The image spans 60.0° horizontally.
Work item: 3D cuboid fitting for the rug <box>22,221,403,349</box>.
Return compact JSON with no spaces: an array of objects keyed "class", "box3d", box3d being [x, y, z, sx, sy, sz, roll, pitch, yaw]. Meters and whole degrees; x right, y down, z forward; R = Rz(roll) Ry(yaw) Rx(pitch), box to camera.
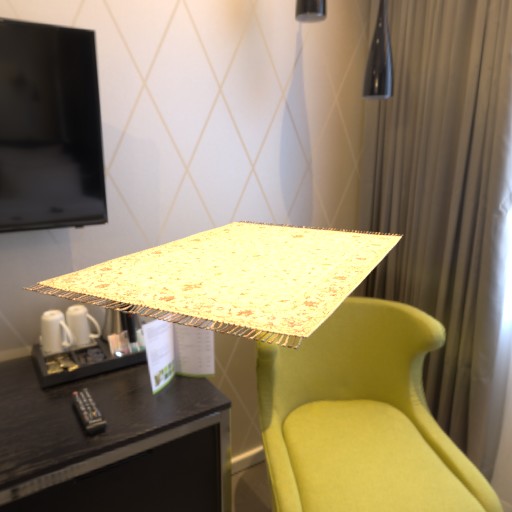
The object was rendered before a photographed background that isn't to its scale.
[{"class":"rug","box3d":[0.000,0.000,2.337,1.218,0.017,1.861,7,16,26]}]
